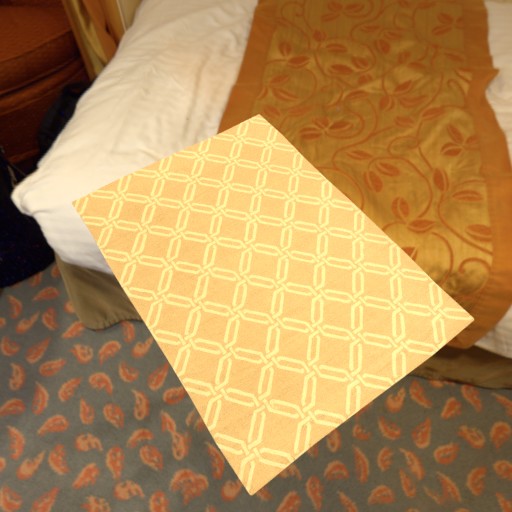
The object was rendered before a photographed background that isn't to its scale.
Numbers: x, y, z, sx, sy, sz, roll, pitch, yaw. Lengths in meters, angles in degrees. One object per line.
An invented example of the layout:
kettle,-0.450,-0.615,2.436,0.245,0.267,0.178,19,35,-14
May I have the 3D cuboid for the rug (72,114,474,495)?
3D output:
rug,0.000,0.000,4.311,2.452,0.020,3.365,-30,62,-18
